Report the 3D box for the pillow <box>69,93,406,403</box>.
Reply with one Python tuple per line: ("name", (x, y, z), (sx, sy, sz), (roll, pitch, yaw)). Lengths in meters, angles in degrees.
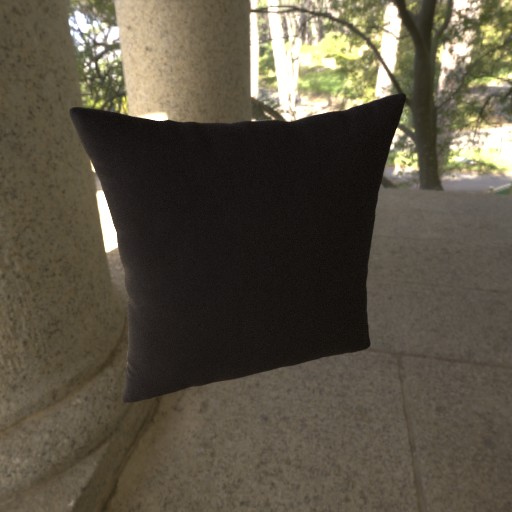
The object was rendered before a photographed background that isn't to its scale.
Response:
("pillow", (0.000, 0.000, 0.757), (0.511, 0.509, 0.161), (-8, 28, -17))
